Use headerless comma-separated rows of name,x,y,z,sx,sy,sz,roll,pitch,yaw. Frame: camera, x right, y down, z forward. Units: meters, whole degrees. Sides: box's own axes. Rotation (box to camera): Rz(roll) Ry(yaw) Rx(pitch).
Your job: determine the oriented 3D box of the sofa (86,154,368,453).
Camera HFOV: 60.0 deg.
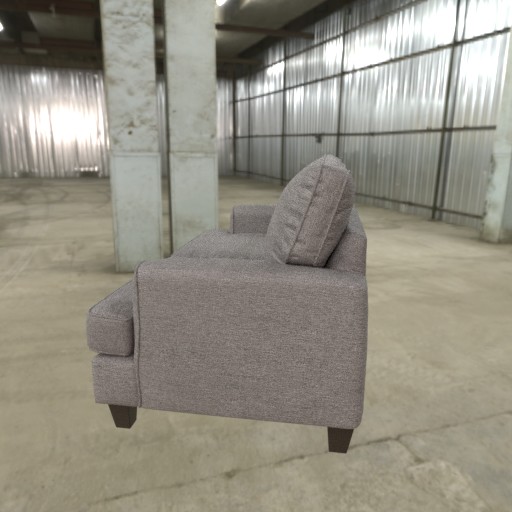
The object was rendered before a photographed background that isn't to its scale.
sofa,0.000,0.000,2.183,0.965,0.965,1.651,2,14,9
